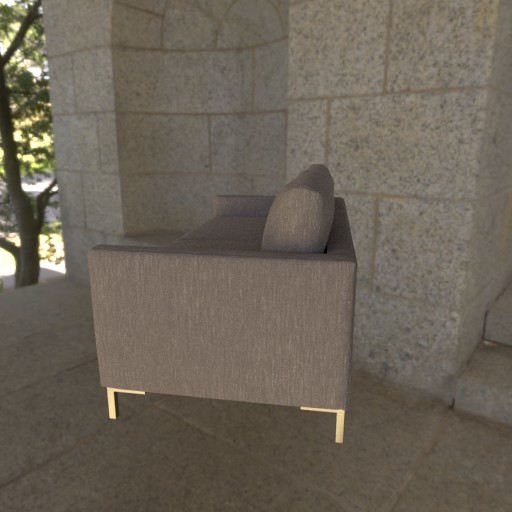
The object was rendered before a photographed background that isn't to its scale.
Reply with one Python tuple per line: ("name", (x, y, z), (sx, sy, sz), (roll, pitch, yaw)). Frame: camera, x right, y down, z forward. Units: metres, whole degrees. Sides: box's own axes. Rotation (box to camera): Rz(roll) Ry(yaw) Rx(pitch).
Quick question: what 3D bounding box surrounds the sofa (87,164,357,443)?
("sofa", (0.000, 0.000, 2.182), (0.875, 0.840, 1.682), (2, 14, 9))
